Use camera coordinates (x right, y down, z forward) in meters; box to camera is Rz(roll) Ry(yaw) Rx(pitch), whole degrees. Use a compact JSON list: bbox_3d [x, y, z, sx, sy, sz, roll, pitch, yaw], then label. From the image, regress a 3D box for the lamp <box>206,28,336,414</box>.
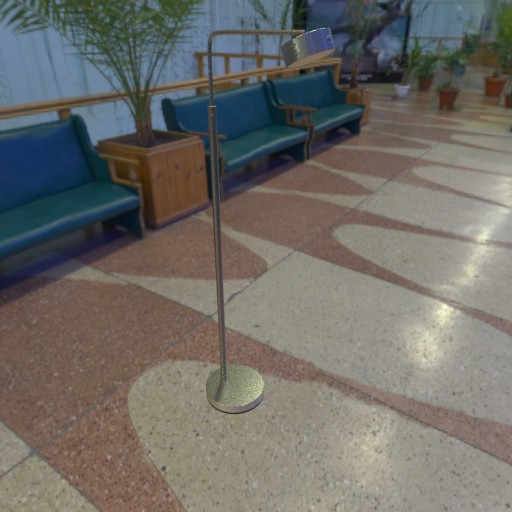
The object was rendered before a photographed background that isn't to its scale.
[{"bbox_3d":[0.000,0.000,1.363,0.421,1.250,0.222,20,34,32],"label":"lamp"}]
